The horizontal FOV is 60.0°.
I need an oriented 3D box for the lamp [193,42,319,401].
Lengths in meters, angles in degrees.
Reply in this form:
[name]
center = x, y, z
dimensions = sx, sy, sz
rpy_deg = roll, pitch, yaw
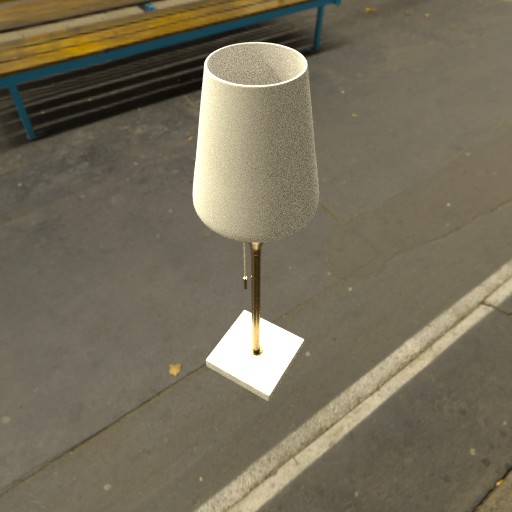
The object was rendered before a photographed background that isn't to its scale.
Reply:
[lamp]
center = 0.000, 0.000, 0.733
dimensions = 0.181, 0.639, 0.181
rpy_deg = 24, 51, 21
